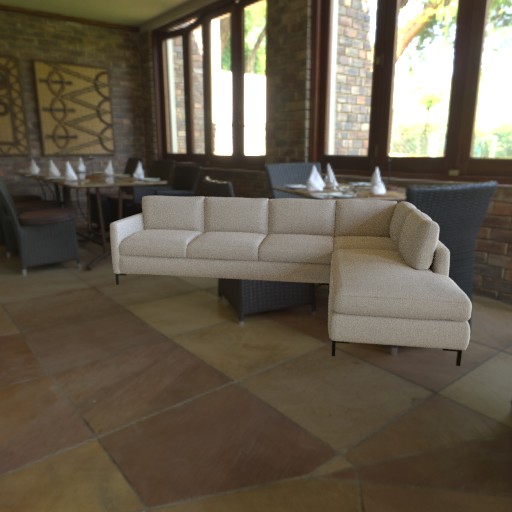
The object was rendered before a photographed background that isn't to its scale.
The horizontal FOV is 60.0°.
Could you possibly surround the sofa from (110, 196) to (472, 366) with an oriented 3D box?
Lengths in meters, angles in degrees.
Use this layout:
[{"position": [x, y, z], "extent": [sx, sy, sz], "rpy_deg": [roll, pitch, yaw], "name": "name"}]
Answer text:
[{"position": [0.000, 0.000, 3.777], "extent": [2.949, 0.815, 2.007], "rpy_deg": [2, 14, 10], "name": "sofa"}]
